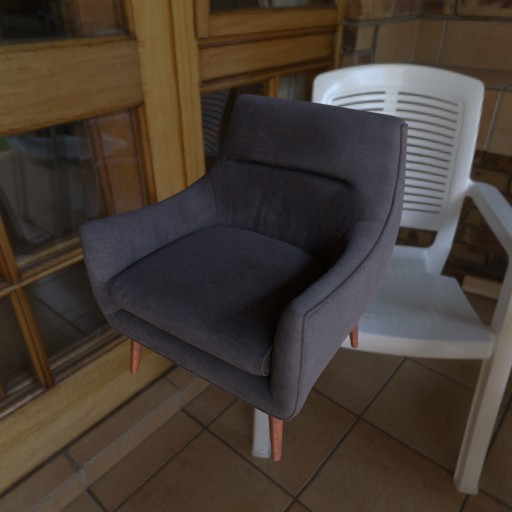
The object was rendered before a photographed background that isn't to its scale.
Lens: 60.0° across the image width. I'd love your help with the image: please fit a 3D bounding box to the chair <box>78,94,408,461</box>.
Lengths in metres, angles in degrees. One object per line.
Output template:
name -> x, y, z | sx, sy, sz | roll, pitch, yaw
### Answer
chair -> 0.000, 0.000, 1.433 | 0.762, 0.838, 0.787 | 20, 37, 29
